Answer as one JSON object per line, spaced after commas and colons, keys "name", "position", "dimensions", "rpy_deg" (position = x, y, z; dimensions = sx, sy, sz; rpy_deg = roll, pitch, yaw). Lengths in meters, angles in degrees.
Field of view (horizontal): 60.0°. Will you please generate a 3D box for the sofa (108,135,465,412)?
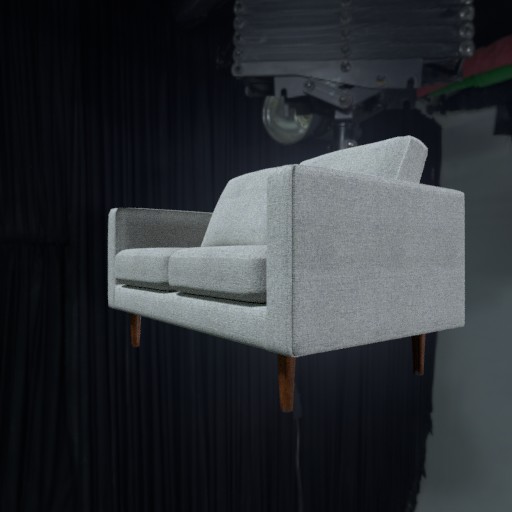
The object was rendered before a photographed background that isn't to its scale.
{"name": "sofa", "position": [0.000, 0.000, 2.108], "dimensions": [0.969, 0.973, 1.527], "rpy_deg": [0, 0, -37]}
